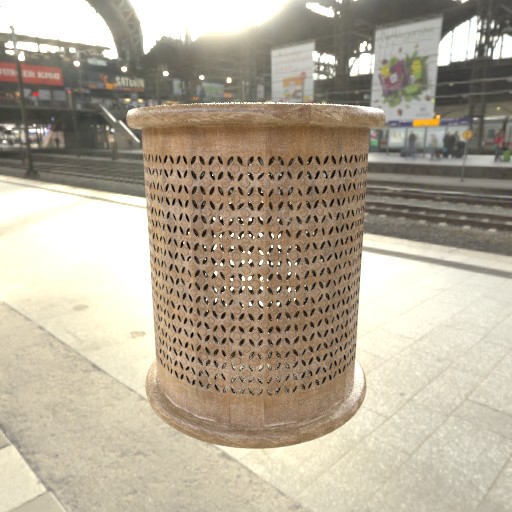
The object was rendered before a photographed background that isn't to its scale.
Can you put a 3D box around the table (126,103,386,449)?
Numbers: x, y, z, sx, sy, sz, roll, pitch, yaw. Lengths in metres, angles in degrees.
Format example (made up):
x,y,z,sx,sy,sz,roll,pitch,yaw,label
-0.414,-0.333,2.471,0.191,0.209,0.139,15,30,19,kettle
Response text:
x,y,z,sx,sy,sz,roll,pitch,yaw,label
0.000,0.000,0.781,0.407,0.482,0.407,0,15,0,table
